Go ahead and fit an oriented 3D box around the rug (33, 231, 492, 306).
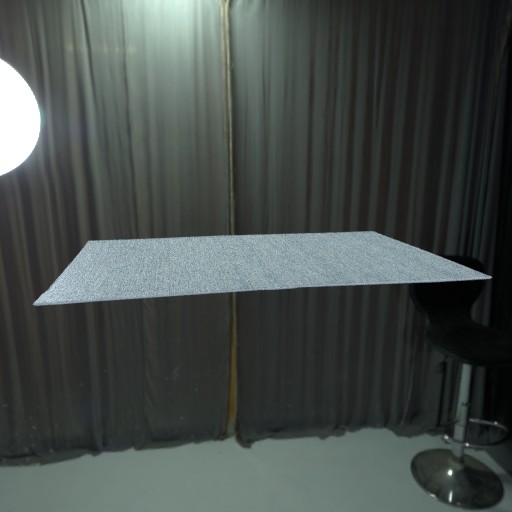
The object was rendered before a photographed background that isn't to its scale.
[{"bbox_3d":[0.000,0.000,2.296,1.853,0.022,1.174,-2,13,-10],"label":"rug"}]
